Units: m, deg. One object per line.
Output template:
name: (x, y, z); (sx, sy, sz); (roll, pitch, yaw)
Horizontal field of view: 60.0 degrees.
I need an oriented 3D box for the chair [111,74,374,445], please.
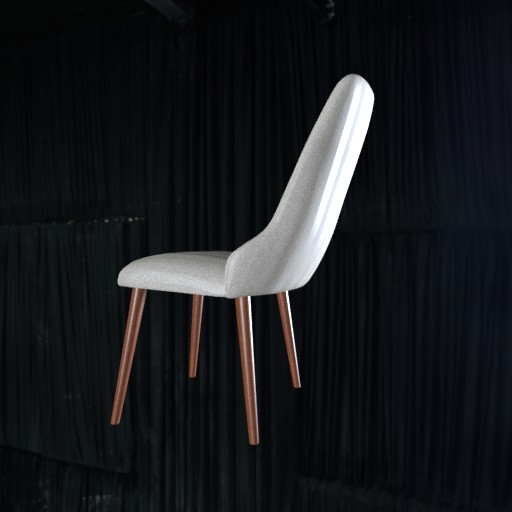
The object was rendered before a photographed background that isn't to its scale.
chair: (0.000, 0.000, 1.336); (0.684, 0.917, 0.526); (0, 1, 18)
